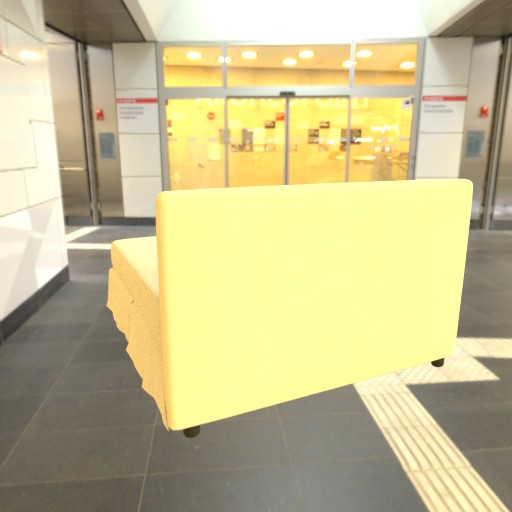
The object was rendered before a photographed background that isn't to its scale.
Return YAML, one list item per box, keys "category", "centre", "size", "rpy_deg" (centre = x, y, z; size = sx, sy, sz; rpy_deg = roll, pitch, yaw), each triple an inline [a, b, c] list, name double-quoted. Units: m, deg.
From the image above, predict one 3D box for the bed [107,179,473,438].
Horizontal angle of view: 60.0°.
- category: "bed"
  centre: [0.000, 0.000, 3.576]
  size: [2.119, 1.317, 2.341]
  rpy_deg: [-6, 15, -25]
